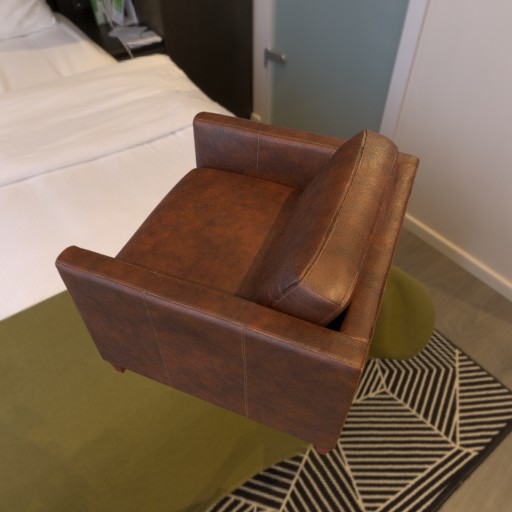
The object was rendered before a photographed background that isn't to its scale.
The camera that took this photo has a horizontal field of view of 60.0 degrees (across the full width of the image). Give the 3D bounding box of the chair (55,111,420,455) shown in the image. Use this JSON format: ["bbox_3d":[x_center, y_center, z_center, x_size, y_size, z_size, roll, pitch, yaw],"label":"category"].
[{"bbox_3d":[0.000,0.000,1.719,0.975,0.864,0.990,17,49,15],"label":"chair"}]
